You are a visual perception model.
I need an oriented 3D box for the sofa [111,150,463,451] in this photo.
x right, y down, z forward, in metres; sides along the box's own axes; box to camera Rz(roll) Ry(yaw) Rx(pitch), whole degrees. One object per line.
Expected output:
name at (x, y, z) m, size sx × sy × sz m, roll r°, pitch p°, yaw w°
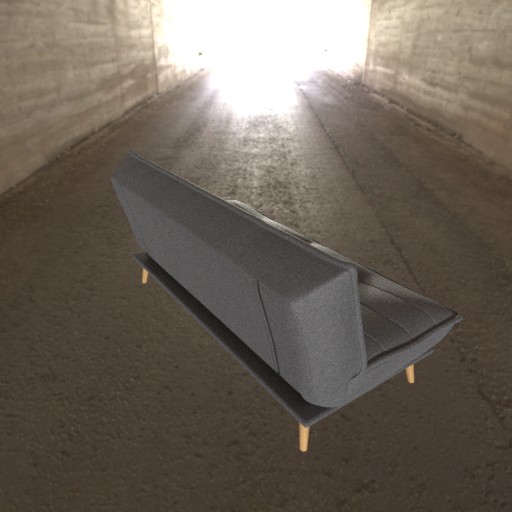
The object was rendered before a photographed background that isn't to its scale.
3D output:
sofa at (0.000, 0.000, 2.442) m, size 0.950 × 0.890 × 1.940 m, roll -17°, pitch 31°, yaw -31°
